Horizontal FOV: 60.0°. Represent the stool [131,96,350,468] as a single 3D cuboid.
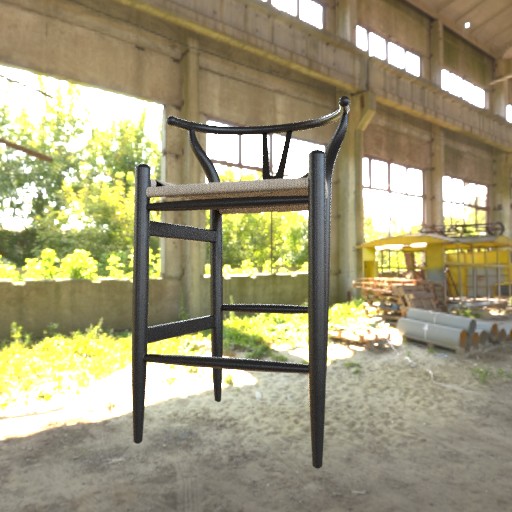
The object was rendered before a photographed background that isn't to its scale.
[{"bbox_3d":[0.000,0.000,1.341,0.569,0.970,0.579,0,-2,18],"label":"stool"}]
